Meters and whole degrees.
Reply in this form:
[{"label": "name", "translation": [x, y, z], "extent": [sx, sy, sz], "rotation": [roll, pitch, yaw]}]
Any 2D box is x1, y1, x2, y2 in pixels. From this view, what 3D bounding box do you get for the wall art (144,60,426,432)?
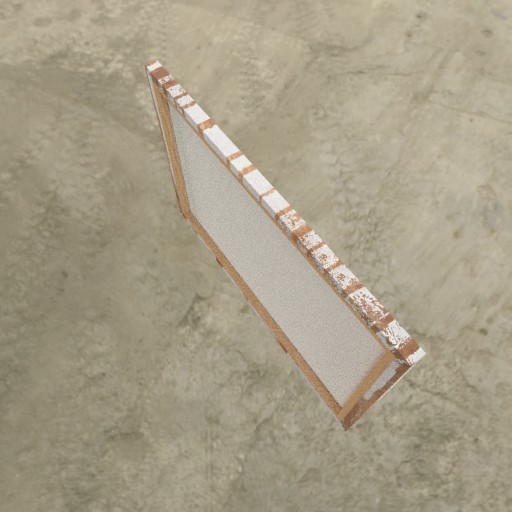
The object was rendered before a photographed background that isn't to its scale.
[{"label": "wall art", "translation": [0.000, 0.000, 1.163], "extent": [0.035, 0.609, 0.914], "rotation": [-31, 64, -17]}]
